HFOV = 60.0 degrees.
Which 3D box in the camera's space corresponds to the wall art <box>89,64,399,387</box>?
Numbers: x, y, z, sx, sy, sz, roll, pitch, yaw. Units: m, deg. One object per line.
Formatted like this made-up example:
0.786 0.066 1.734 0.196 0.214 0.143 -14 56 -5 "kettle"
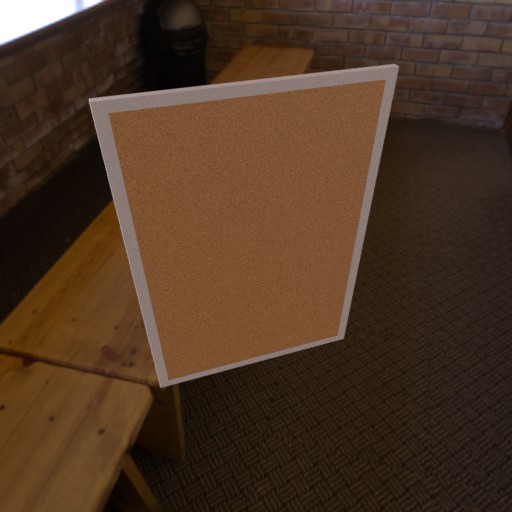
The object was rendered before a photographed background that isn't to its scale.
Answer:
0.000 0.000 0.844 0.456 0.656 0.013 -12 42 -13 "wall art"
